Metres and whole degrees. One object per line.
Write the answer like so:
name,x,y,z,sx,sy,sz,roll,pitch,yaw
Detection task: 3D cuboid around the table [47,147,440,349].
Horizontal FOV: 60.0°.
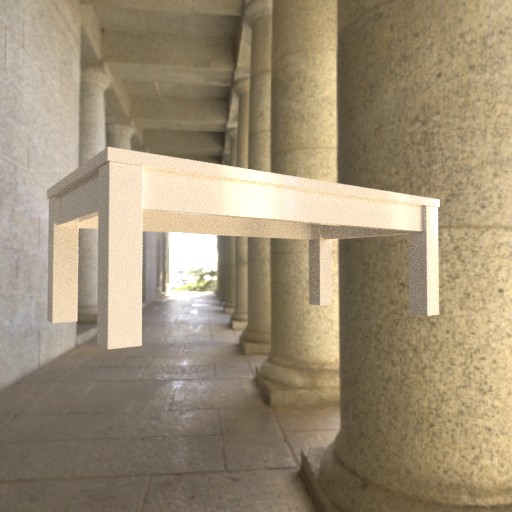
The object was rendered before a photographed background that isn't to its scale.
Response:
table,0.000,0.000,1.699,1.350,0.470,0.700,1,-2,-36
